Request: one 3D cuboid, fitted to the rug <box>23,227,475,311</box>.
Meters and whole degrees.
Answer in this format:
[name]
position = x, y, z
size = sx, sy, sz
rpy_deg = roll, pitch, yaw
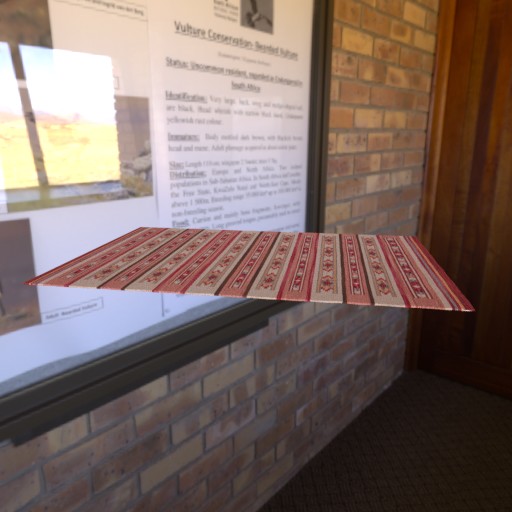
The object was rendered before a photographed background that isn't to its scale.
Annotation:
[rug]
position = 0.000, 0.000, 2.329
size = 1.817, 0.008, 1.223
rpy_deg = 3, 15, 9
